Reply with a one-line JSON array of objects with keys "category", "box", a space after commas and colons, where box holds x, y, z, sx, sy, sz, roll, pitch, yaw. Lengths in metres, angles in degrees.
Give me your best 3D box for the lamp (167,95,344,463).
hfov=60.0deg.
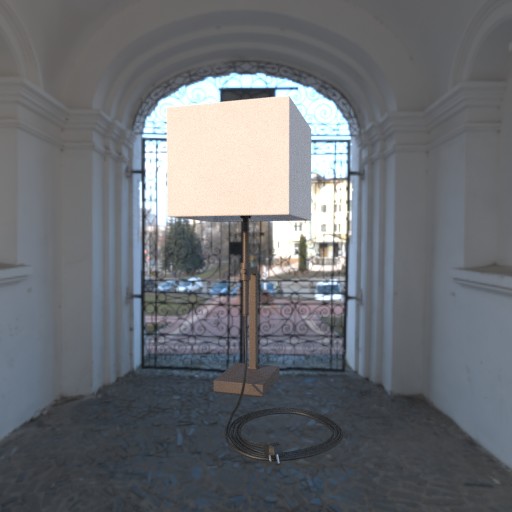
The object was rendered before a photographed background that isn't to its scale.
[{"category": "lamp", "box": [0.000, 0.000, 0.964, 0.399, 0.660, 0.504, 1, 2, 16]}]
